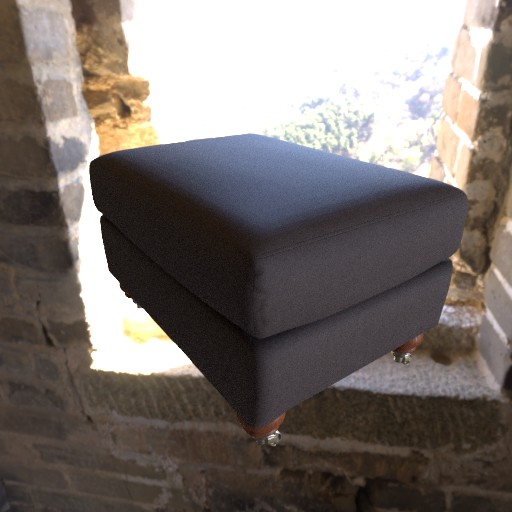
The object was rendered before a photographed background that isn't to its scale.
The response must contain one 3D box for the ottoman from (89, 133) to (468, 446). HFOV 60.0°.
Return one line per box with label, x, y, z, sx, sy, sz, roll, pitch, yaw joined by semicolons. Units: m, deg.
ottoman;0.000;0.000;1.111;0.574;0.497;0.773;-17;31;-32
